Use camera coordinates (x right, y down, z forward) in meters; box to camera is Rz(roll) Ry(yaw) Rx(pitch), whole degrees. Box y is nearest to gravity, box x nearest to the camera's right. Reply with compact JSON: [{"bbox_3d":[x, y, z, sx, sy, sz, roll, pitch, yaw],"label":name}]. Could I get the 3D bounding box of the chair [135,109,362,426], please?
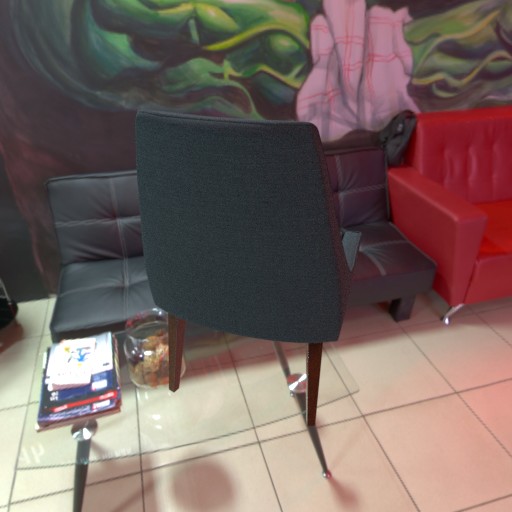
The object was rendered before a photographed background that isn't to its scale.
[{"bbox_3d":[0.000,0.000,1.212,0.529,0.861,0.544,9,33,14],"label":"chair"}]
